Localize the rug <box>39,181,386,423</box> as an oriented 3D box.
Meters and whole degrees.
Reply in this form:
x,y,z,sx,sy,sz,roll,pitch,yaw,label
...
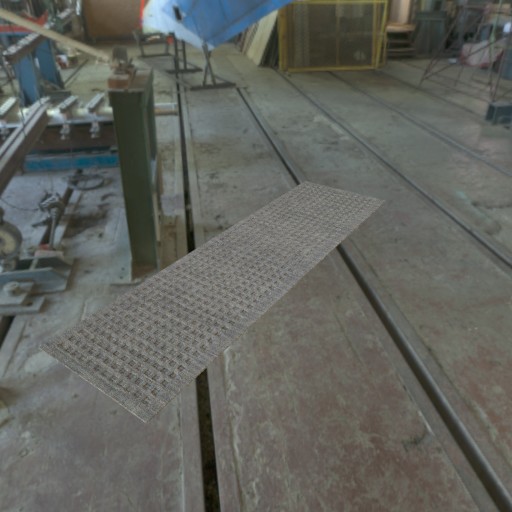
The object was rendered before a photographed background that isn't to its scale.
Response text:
x,y,z,sx,sy,sz,roll,pitch,yaw,label
0.000,0.000,2.699,0.706,0.009,2.443,20,37,29,rug
